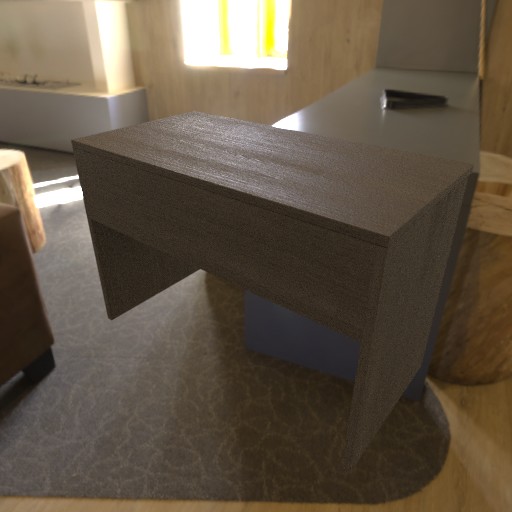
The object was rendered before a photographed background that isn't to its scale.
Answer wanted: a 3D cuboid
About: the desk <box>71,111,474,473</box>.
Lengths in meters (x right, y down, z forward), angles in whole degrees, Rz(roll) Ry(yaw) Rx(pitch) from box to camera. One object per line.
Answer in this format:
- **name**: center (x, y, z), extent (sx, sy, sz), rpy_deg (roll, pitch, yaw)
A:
- **desk**: center (0.000, 0.000, 1.517), extent (1.099, 0.729, 0.557), rpy_deg (22, 36, 33)
